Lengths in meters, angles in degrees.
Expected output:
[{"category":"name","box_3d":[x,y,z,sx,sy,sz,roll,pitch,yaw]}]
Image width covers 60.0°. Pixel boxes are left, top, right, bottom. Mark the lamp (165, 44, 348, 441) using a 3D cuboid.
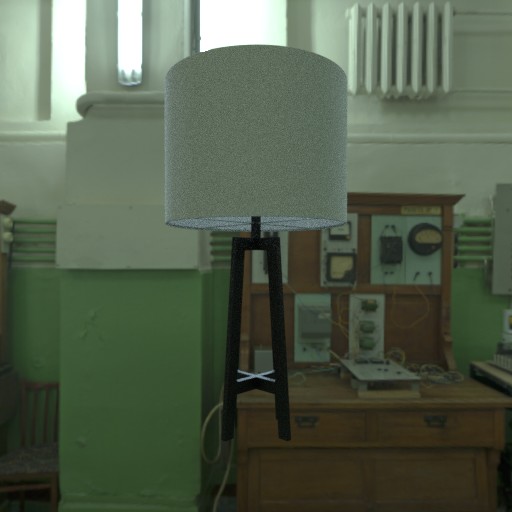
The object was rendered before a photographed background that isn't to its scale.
[{"category":"lamp","box_3d":[0.000,0.000,0.633,0.257,0.489,0.257,0,-1,0]}]
